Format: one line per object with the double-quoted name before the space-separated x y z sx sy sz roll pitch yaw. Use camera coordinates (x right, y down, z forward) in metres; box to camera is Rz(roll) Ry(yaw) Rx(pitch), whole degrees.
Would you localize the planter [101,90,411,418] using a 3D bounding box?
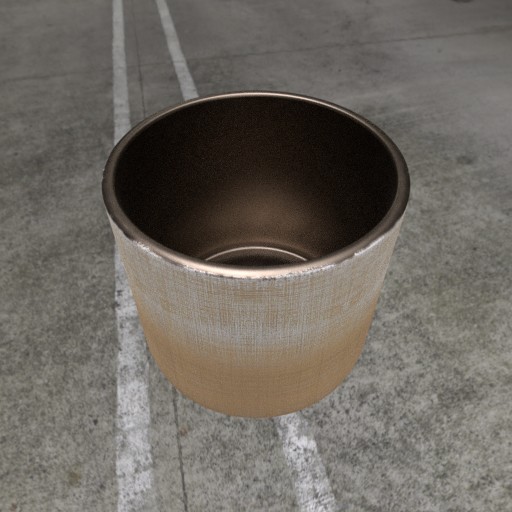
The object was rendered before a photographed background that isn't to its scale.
"planter" 0.000 0.000 0.390 0.221 0.201 0.221 0 47 0
